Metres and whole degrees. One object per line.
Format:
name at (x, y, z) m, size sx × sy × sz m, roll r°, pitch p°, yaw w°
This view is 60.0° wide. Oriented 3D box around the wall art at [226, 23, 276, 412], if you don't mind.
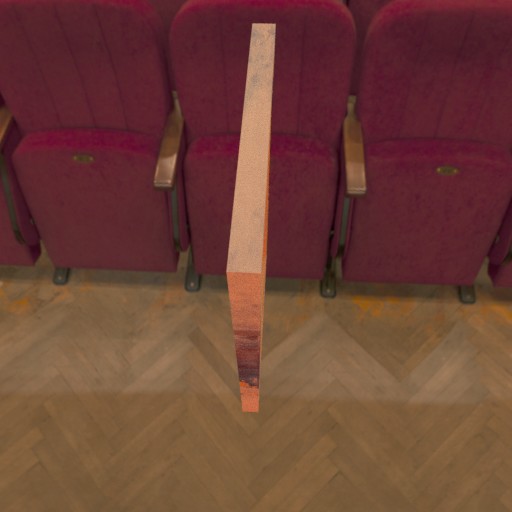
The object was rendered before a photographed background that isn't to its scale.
wall art at (0.000, 0.000, 1.129) m, size 0.048 × 0.874 × 0.583 m, roll 3°, pitch 59°, yaw 2°
